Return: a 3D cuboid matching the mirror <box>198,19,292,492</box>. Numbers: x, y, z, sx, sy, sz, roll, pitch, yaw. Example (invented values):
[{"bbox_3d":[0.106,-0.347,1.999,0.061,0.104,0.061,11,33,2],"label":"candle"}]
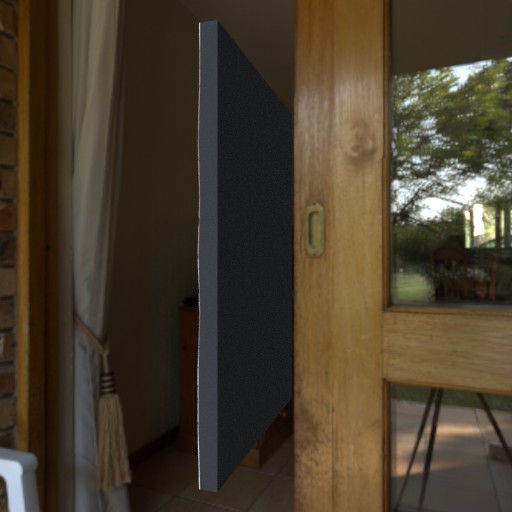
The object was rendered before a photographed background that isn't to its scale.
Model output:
[{"bbox_3d":[0.000,0.000,1.149,0.044,0.912,0.606,0,0,18],"label":"mirror"}]
